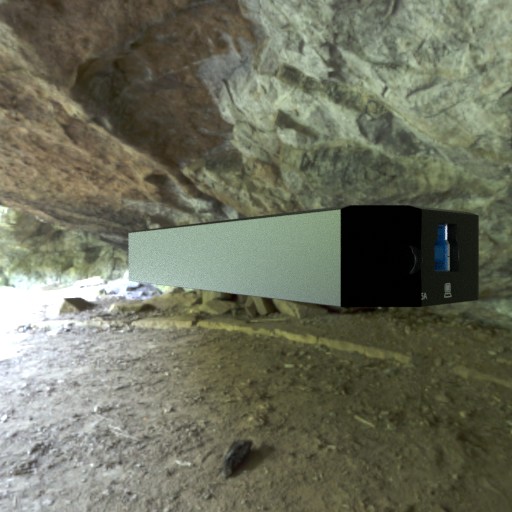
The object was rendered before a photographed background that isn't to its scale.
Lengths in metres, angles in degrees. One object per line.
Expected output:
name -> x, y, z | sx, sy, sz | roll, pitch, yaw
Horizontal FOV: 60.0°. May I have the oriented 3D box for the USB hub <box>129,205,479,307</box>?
USB hub -> 0.000, 0.000, 0.162 | 0.044, 0.023, 0.145 | 0, 0, -37
